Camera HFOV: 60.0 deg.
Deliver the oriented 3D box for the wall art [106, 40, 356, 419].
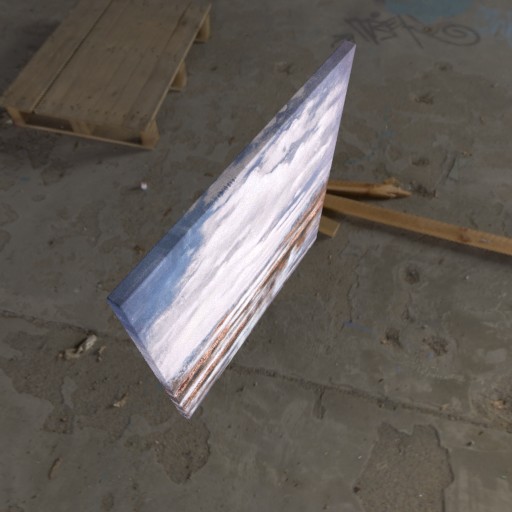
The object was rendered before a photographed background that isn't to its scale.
[{"bbox_3d":[0.000,0.000,1.328,0.035,0.897,0.888,29,63,17],"label":"wall art"}]
